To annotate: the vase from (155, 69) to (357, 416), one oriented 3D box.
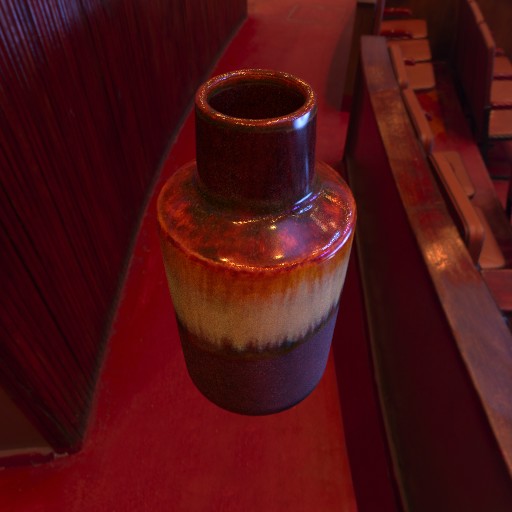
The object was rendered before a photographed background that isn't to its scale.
[{"bbox_3d":[0.000,0.000,0.267,0.108,0.204,0.108,0,45,0],"label":"vase"}]
